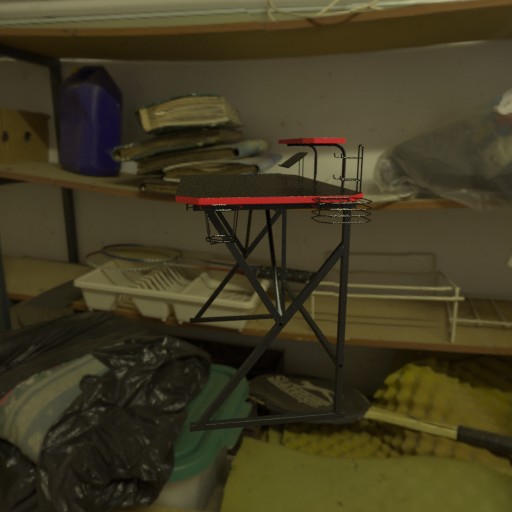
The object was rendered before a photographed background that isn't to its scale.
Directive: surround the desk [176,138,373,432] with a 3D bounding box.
[{"bbox_3d":[0.000,0.000,1.788,0.588,0.913,1.280,-2,14,-8],"label":"desk"}]
